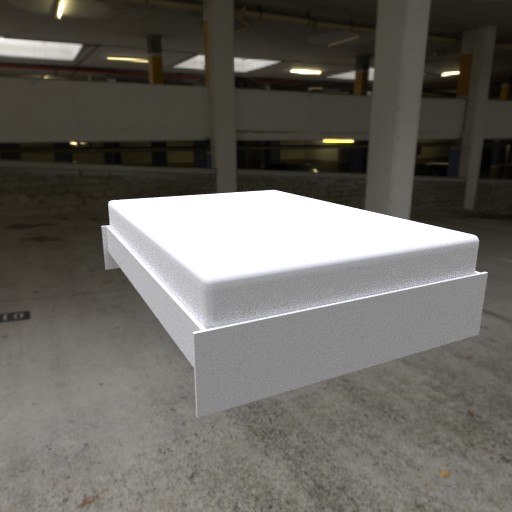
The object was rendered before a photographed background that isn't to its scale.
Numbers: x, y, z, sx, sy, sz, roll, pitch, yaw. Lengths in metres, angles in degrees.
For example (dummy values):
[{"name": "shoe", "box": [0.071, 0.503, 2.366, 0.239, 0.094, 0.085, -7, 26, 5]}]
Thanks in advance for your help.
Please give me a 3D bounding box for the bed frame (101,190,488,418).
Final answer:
[{"name": "bed frame", "box": [0.000, 0.000, 2.612, 1.445, 0.497, 1.945, -8, 17, -26]}]
